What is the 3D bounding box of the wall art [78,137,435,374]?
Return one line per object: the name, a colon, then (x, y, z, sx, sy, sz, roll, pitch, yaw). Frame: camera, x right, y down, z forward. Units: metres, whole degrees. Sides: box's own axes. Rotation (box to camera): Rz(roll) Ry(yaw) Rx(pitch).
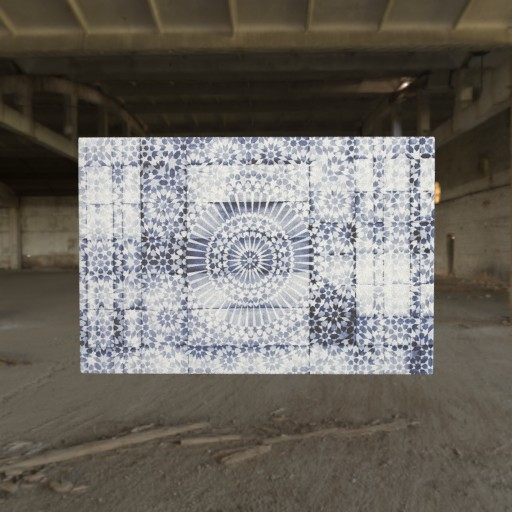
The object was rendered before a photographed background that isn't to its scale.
wall art: (0.000, 0.000, 0.775, 0.608, 0.406, 0.030, 0, 1, 1)
